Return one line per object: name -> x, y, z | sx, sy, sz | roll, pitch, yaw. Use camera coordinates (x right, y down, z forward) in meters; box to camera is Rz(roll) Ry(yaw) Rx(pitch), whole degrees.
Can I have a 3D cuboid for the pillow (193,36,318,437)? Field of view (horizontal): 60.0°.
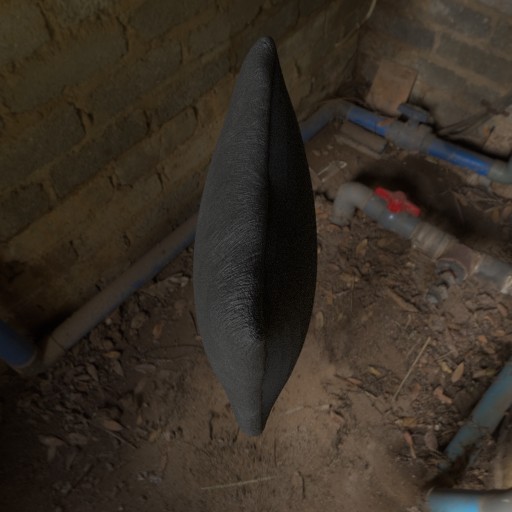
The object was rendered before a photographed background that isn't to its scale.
pillow -> 0.000, 0.000, 0.791 | 0.210, 0.523, 0.533 | 2, 58, 1
